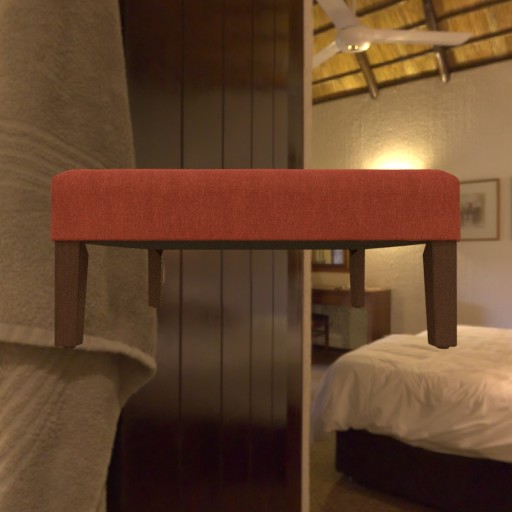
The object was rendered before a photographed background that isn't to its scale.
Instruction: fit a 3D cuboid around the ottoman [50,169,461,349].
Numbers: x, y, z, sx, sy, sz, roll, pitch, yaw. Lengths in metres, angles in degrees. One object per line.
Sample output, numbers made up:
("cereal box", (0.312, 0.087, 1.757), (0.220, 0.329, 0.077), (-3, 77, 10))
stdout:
("ottoman", (0.000, 0.000, 1.390), (0.889, 0.411, 0.890), (0, 0, 0))
